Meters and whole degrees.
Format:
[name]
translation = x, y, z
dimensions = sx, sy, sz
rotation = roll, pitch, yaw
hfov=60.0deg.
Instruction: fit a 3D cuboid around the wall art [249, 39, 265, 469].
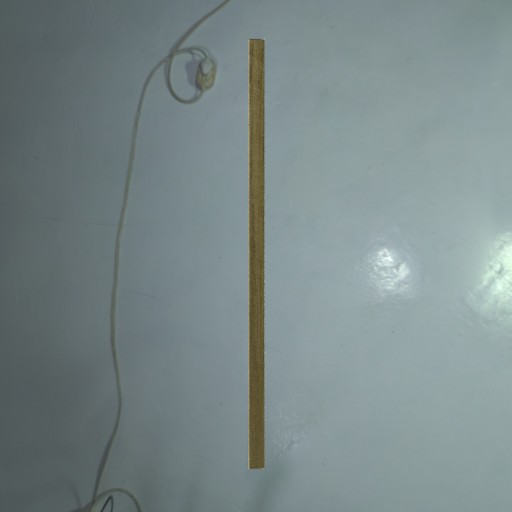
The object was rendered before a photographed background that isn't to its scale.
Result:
[wall art]
translation = 0.000, 0.000, 1.324
dimensions = 0.030, 1.002, 0.798
rotation = 0, 89, 0
